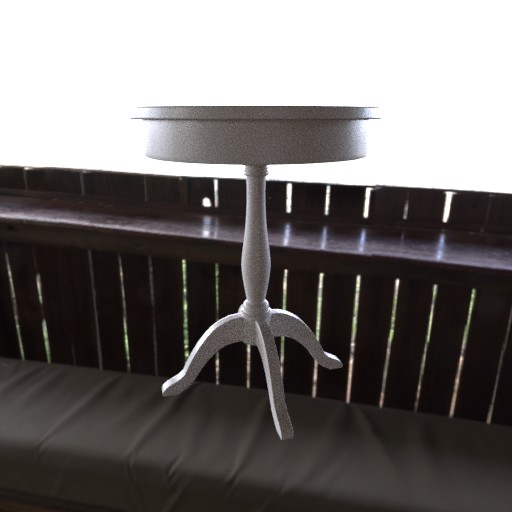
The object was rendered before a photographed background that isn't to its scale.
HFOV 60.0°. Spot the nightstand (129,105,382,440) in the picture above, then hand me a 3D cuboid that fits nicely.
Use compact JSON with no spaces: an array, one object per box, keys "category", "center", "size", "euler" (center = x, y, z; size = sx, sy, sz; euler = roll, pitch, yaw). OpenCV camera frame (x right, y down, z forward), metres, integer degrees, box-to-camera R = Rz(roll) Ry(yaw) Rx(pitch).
[{"category":"nightstand","center":[0.000,0.000,1.028],"size":[0.513,0.653,0.513],"euler":[-2,18,-7]}]
